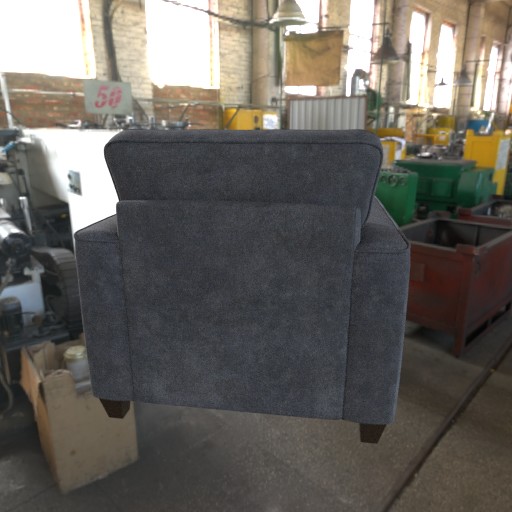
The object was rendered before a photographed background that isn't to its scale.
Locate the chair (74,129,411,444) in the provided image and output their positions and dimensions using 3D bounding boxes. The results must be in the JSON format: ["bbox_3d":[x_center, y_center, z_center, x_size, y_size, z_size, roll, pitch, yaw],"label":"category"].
[{"bbox_3d":[0.000,0.000,1.742,1.015,0.965,0.939,2,17,8],"label":"chair"}]
